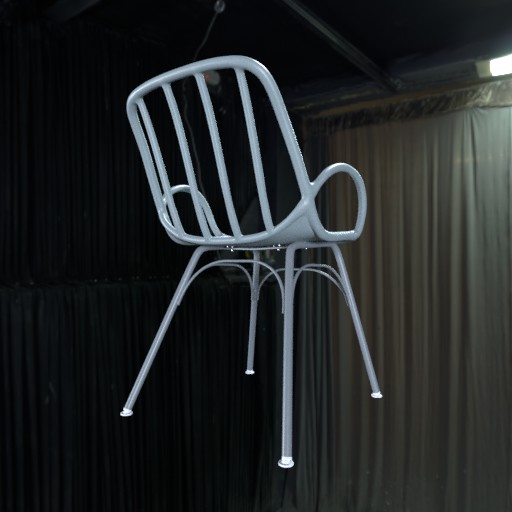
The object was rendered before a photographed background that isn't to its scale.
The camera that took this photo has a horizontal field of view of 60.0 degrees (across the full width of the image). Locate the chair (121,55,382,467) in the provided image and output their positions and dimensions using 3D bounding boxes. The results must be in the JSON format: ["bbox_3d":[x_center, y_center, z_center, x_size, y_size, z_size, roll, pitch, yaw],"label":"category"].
[{"bbox_3d":[0.000,0.000,1.198,0.549,0.816,0.597,0,-1,36],"label":"chair"}]
